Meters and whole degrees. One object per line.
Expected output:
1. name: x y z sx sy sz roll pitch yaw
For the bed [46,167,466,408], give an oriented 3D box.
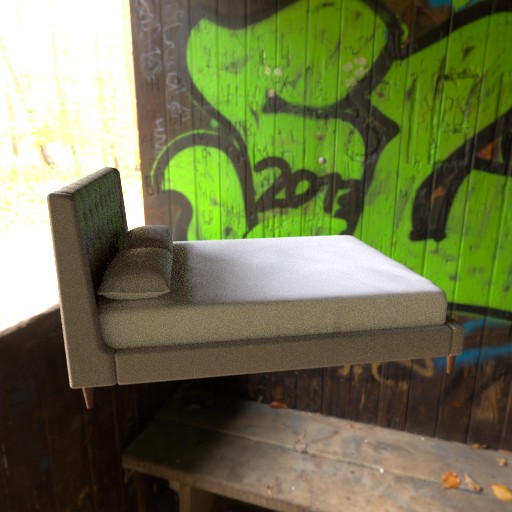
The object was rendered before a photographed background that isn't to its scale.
1. bed: 0.000 0.000 3.130 2.232 1.147 1.656 -3 16 -9
